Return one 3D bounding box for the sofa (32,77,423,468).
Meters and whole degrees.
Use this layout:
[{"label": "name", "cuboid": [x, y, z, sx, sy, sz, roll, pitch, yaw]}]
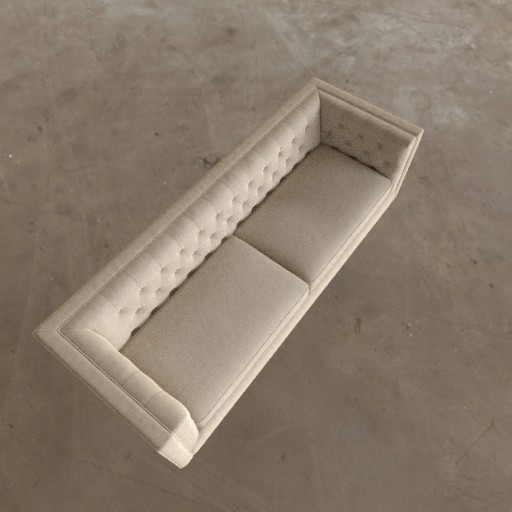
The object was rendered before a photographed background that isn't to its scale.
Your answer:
[{"label": "sofa", "cuboid": [0.000, 0.000, 2.529, 0.775, 0.762, 2.159, 34, 65, 18]}]
